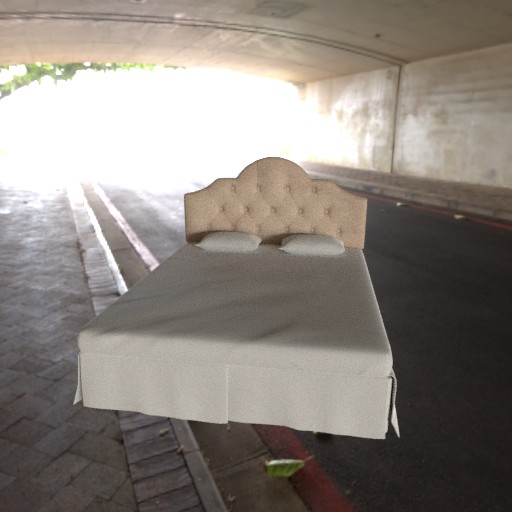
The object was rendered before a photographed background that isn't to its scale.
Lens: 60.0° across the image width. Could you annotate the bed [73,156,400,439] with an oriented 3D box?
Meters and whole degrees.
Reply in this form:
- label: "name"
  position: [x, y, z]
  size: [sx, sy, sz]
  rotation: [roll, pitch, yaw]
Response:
- label: "bed"
  position: [0.000, 0.000, 2.963]
  size: [1.667, 1.194, 1.970]
  rotation: [2, 16, 8]
